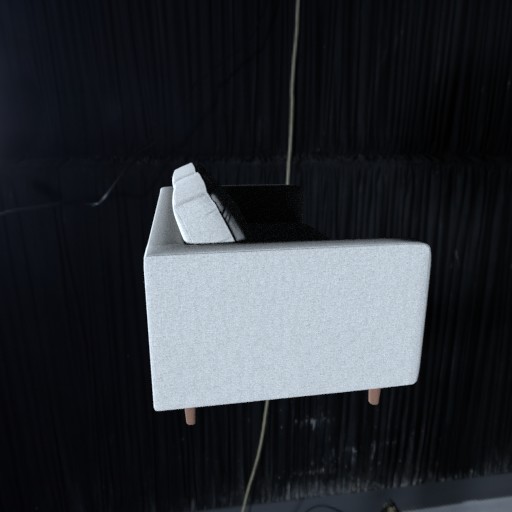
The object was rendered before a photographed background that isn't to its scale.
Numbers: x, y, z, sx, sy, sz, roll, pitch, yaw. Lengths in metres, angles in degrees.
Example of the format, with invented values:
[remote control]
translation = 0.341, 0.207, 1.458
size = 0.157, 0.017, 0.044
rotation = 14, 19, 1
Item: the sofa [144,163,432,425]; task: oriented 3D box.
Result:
[sofa]
translation = 0.000, 0.000, 2.316
size = 1.000, 0.900, 1.731
rotation = -3, 16, -10
